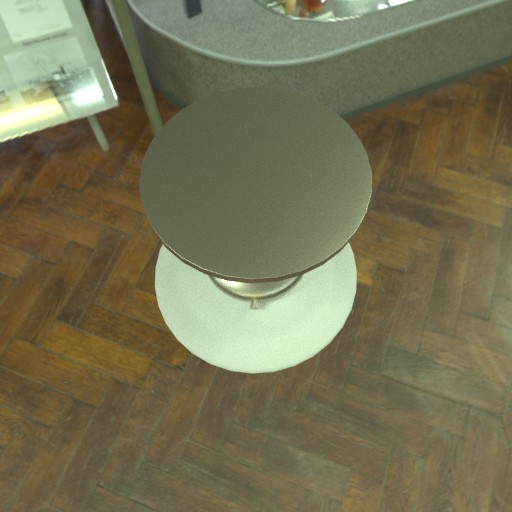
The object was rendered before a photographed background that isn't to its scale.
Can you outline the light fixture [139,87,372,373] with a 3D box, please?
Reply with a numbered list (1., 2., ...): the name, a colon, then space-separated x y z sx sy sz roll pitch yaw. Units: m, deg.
1. light fixture: 0.000 0.000 0.405 0.199 0.254 0.199 0 64 0
